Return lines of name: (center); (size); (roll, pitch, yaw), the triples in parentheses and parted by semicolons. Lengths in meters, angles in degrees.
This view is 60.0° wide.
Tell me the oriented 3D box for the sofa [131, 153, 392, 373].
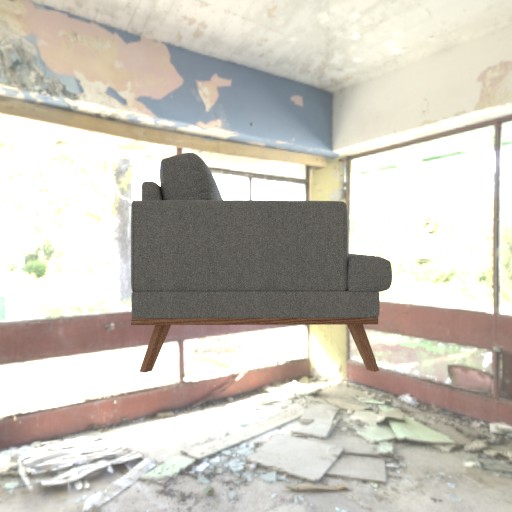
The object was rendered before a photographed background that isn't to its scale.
sofa: (0.000, 0.000, 2.675); (0.920, 0.810, 2.310); (0, 0, -1)
